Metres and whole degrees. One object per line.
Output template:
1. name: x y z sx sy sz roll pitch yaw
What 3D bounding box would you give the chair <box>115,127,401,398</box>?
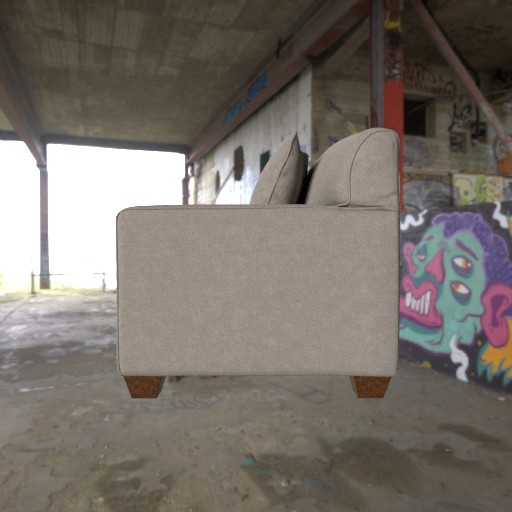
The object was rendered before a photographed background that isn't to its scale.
1. chair: 0.000 0.000 2.144 0.992 0.953 1.395 0 1 0
